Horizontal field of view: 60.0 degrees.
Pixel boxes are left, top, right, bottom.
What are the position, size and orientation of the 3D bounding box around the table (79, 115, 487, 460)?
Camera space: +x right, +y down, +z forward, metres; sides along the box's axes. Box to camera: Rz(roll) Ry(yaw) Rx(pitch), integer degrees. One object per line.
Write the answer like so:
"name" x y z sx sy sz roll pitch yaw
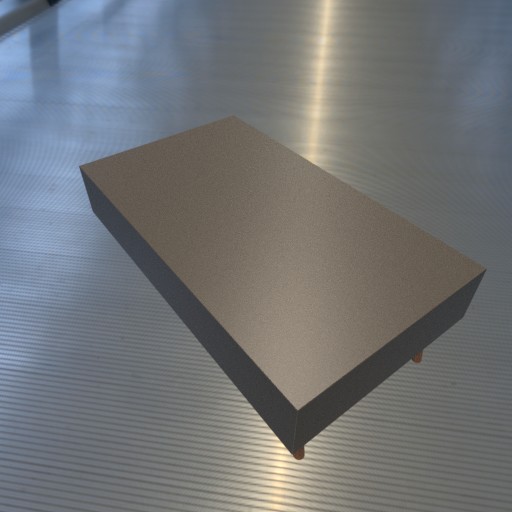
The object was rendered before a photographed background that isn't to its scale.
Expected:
"table" 0.000 0.000 1.550 0.703 0.404 1.201 -27 49 -27
